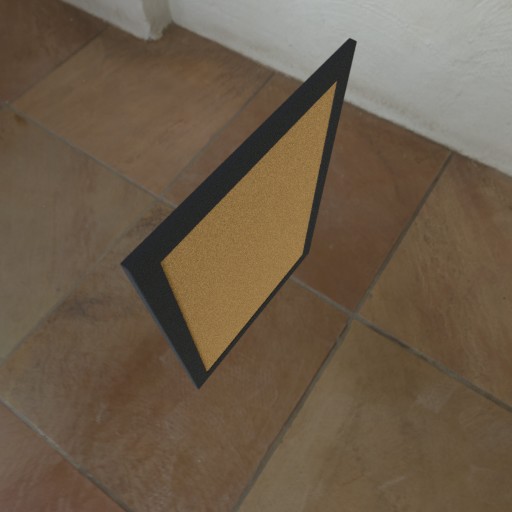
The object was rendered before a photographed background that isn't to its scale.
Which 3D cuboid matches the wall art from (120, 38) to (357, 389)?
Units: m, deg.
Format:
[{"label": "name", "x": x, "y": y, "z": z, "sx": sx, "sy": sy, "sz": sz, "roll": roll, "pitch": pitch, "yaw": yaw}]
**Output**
[{"label": "wall art", "x": 0.000, "y": 0.000, "z": 0.684, "sx": 0.012, "sy": 0.529, "sz": 0.374, "roll": 34, "pitch": 68, "yaw": 16}]
